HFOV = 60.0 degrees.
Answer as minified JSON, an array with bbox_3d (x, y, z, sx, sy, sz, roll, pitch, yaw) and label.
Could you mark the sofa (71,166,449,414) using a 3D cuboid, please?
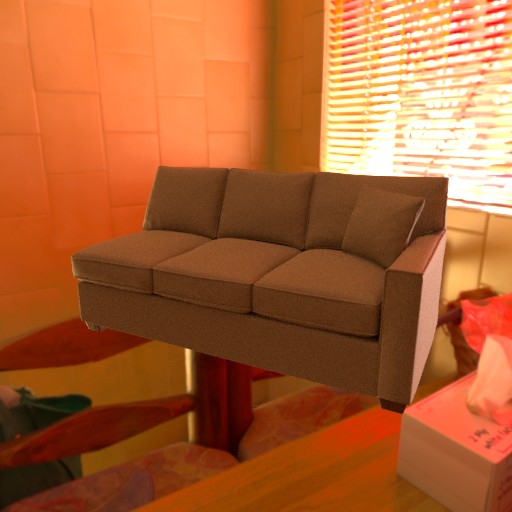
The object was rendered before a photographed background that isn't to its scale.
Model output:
[{"bbox_3d":[0.000,0.000,2.580,1.963,0.946,1.034,8,17,27],"label":"sofa"}]
